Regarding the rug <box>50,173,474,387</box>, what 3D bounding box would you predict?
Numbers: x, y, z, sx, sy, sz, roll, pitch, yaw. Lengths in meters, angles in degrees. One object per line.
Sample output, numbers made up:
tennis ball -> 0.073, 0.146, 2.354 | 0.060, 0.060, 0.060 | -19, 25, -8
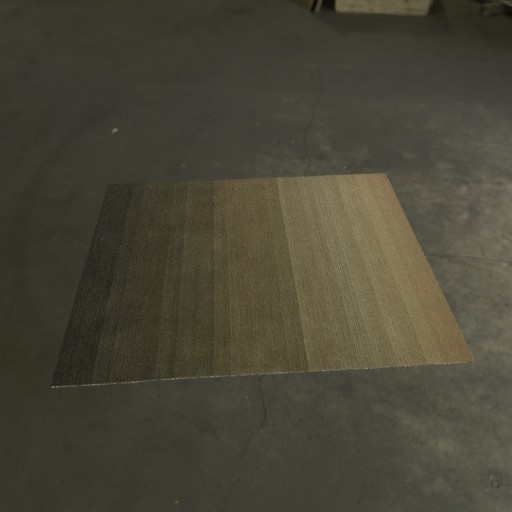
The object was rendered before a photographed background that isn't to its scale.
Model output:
rug -> 0.000, 0.000, 3.858 | 2.932, 0.015, 2.315 | -3, 45, -3
